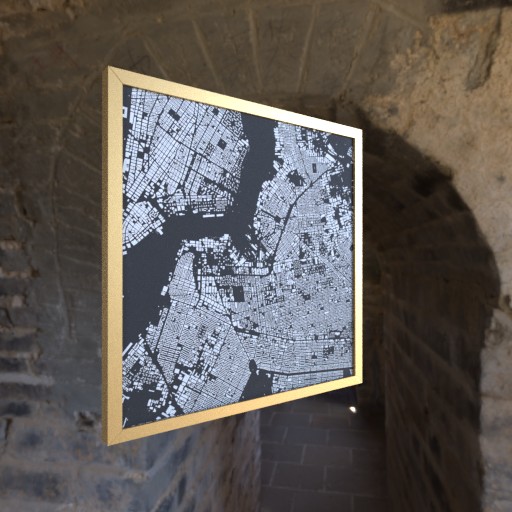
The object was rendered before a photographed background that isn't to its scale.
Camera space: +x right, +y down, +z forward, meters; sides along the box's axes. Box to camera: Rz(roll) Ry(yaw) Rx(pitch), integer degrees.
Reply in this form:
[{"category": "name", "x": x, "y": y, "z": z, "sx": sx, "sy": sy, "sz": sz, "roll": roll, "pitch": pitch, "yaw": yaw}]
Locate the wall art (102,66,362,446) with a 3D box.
[{"category": "wall art", "x": 0.000, "y": 0.000, "z": 2.853, "sx": 1.926, "sy": 1.926, "sz": 0.099, "roll": 0, "pitch": 0, "yaw": -36}]
